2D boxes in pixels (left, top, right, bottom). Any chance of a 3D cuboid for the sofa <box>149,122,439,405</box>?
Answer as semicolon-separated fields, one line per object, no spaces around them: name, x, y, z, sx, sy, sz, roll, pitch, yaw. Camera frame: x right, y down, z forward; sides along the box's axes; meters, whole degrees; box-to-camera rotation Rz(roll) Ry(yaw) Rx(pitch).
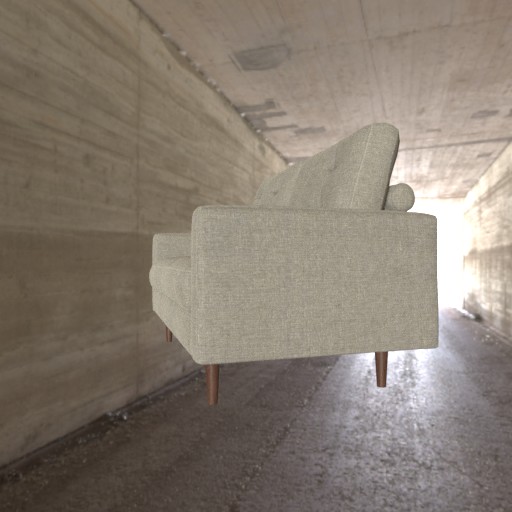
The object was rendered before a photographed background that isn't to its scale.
sofa;0.000;0.000;1.957;0.842;0.907;1.407;0;-1;-18
